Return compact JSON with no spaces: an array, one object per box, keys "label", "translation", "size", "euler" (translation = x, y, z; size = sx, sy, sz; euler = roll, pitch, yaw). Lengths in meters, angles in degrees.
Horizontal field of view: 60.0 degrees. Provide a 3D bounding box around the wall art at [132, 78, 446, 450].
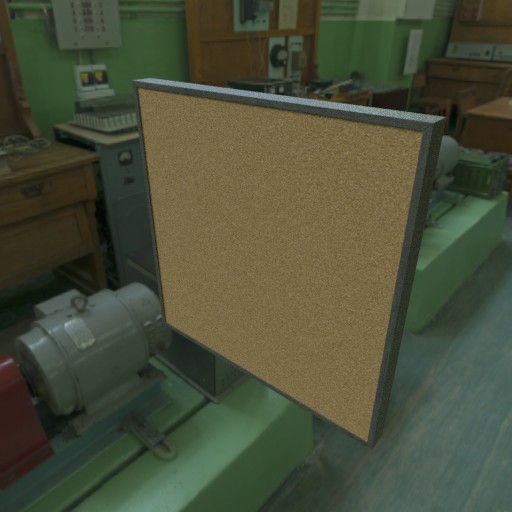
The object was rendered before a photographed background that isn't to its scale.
[{"label":"wall art","translation":[0.000,0.000,0.733],"size":[0.507,0.507,0.037],"euler":[22,36,34]}]
